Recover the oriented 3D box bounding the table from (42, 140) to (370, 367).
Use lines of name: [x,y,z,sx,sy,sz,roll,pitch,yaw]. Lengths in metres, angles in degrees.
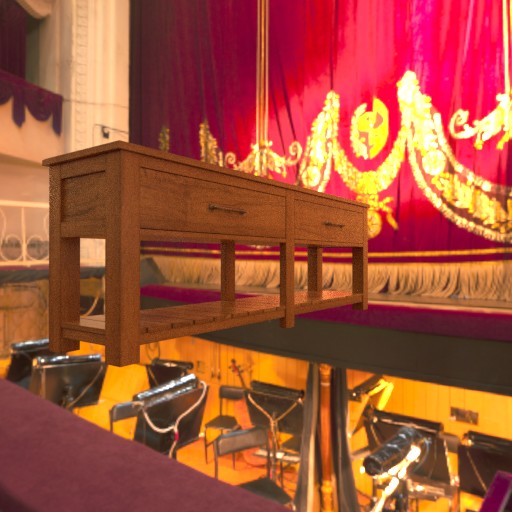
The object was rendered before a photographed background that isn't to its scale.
table: [0.000,0.000,2.072,0.425,0.635,1.815,0,0,36]
